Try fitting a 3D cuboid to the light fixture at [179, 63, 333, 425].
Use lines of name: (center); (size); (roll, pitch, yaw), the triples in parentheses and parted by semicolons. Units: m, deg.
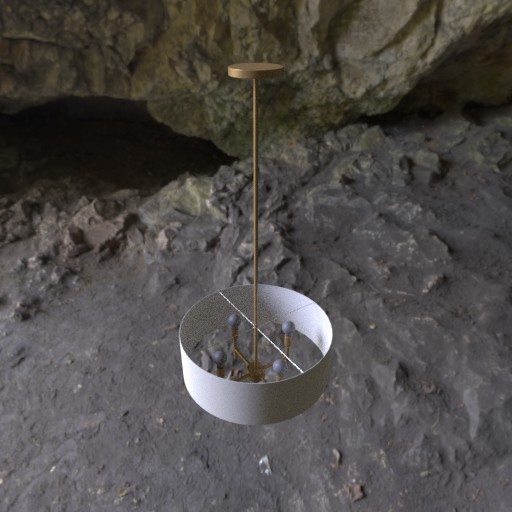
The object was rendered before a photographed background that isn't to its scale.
light fixture: (0.000, 0.000, 1.346); (0.508, 1.067, 0.508); (0, 30, 0)
